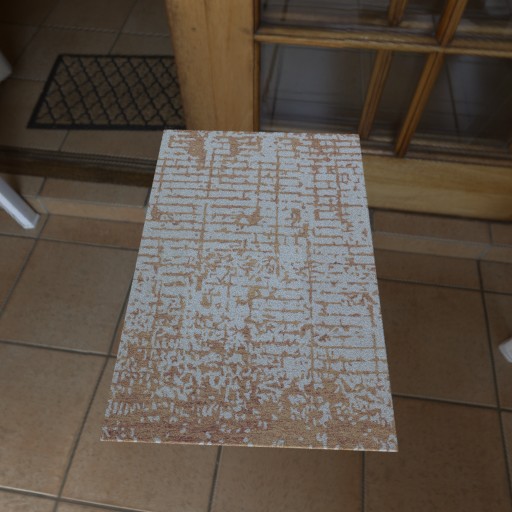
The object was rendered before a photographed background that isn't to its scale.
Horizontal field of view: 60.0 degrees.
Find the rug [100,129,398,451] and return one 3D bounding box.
[{"bbox_3d":[0.000,0.000,2.292,1.219,0.011,1.829,2,58,1],"label":"rug"}]
